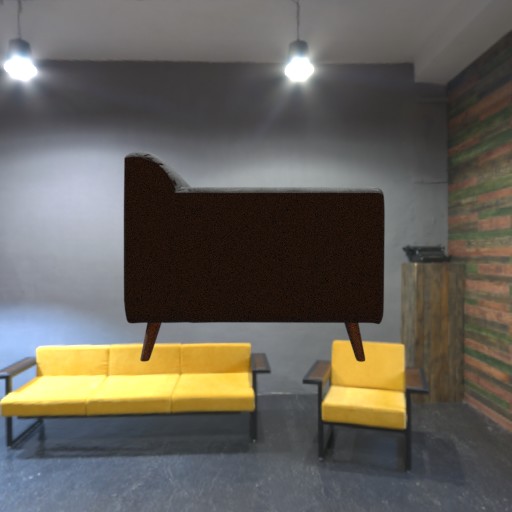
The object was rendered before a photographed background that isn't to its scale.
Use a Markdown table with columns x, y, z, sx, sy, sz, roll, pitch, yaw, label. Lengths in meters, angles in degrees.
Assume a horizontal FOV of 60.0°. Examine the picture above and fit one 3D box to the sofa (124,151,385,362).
| x | y | z | sx | sy | sz | roll | pitch | yaw | label |
| --- | --- | --- | --- | --- | --- | --- | --- | --- | --- |
| 0.000 | 0.000 | 2.588 | 0.900 | 0.740 | 2.190 | 0 | 0 | 0 | sofa |
